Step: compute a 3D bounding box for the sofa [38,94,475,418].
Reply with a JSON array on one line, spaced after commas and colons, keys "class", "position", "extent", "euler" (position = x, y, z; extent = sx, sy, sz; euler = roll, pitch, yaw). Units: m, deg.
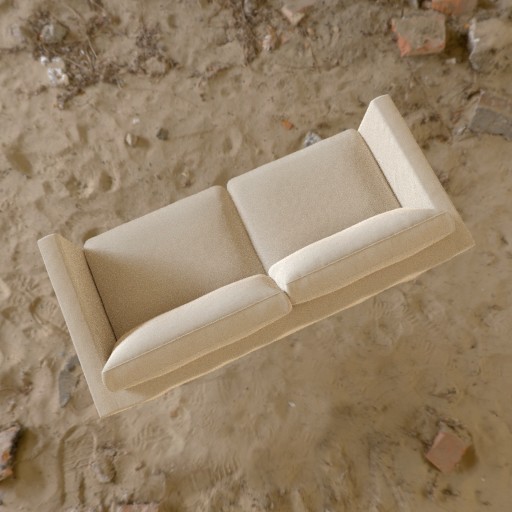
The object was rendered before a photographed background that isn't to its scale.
[{"class": "sofa", "position": [0.000, 0.000, 2.455], "extent": [1.987, 0.870, 0.940], "euler": [-24, 78, -5]}]
